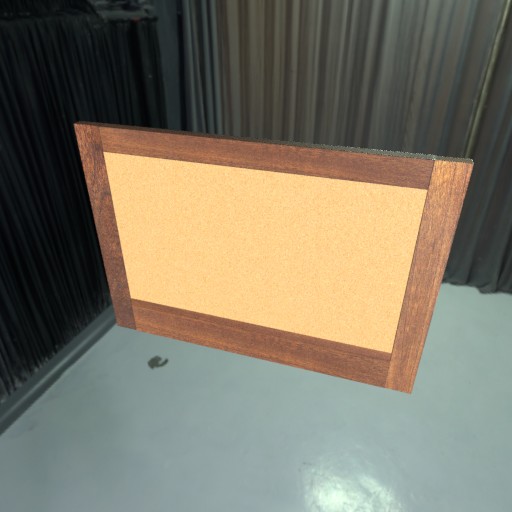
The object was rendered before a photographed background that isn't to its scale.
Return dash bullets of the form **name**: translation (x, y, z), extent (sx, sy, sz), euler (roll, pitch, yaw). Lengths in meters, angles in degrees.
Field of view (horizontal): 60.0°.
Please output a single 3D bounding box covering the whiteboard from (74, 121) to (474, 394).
- **whiteboard**: translation (0.000, 0.000, 1.016), extent (0.783, 0.559, 0.083), euler (10, 33, 15)
